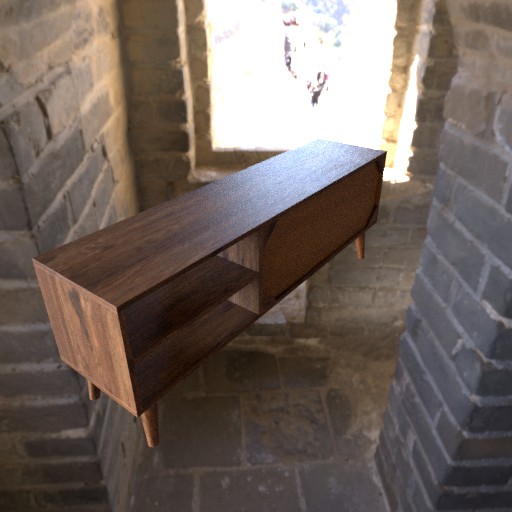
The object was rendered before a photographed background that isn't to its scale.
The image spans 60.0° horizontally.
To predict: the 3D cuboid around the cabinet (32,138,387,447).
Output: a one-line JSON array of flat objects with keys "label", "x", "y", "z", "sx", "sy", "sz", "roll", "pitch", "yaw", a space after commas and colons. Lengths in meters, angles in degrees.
[{"label": "cabinet", "x": 0.000, "y": 0.000, "z": 1.682, "sx": 0.349, "sy": 0.528, "sz": 1.448, "roll": 21, "pitch": 36, "yaw": 32}]
